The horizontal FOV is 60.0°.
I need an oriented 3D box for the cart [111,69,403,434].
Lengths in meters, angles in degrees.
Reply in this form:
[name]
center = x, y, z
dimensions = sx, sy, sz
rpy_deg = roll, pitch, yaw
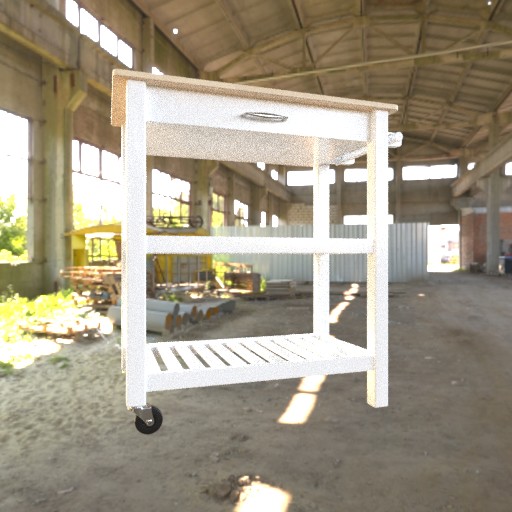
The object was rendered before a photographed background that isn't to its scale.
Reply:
[cart]
center = 0.000, 0.000, 1.453
dimensions = 0.899, 0.927, 0.457
rpy_deg = 0, 0, -19
